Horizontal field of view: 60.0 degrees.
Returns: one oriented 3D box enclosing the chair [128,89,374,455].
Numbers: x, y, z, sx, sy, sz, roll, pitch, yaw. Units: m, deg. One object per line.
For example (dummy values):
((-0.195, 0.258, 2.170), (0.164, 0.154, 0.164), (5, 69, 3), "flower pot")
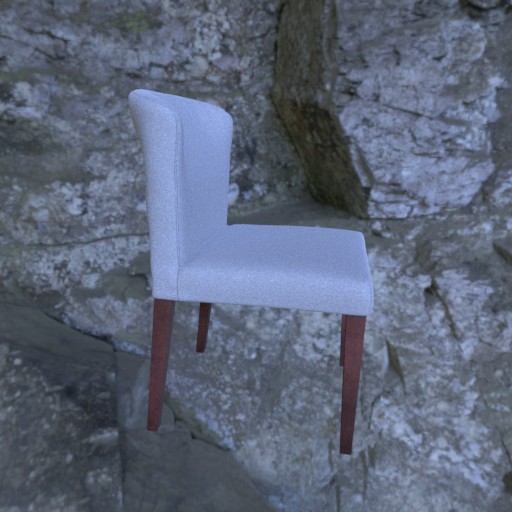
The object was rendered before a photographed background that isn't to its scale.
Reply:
((0.000, 0.000, 1.189), (0.592, 0.839, 0.491), (3, 17, 10), "chair")
